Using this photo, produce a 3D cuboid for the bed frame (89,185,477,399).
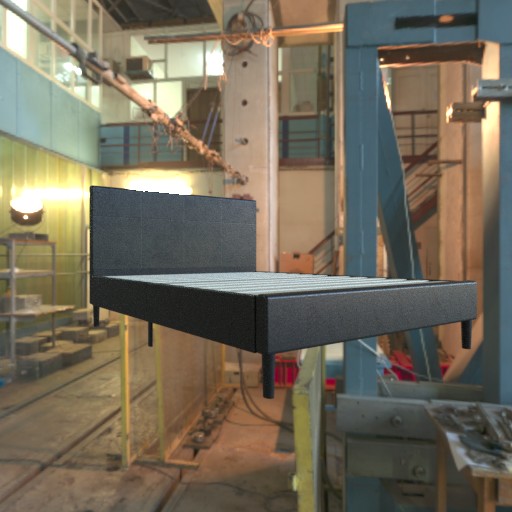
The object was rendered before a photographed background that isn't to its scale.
[{"bbox_3d":[0.000,0.000,3.137,1.634,1.127,2.318,0,0,-37],"label":"bed frame"}]
